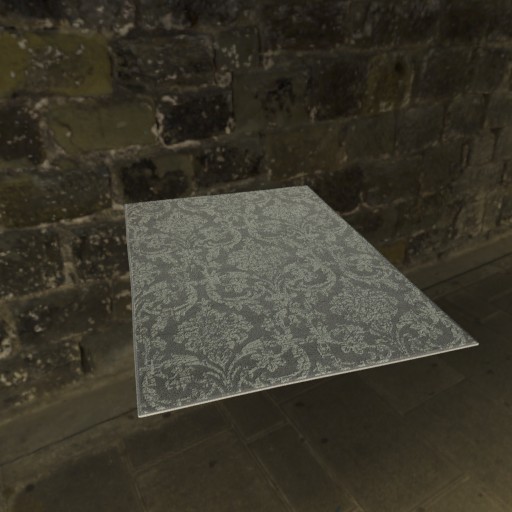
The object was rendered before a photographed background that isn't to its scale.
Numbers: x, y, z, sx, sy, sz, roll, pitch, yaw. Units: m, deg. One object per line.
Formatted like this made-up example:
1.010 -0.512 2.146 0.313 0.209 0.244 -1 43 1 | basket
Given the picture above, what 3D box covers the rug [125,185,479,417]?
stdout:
0.000 0.000 2.840 1.578 0.014 2.206 -8 30 -14 | rug
